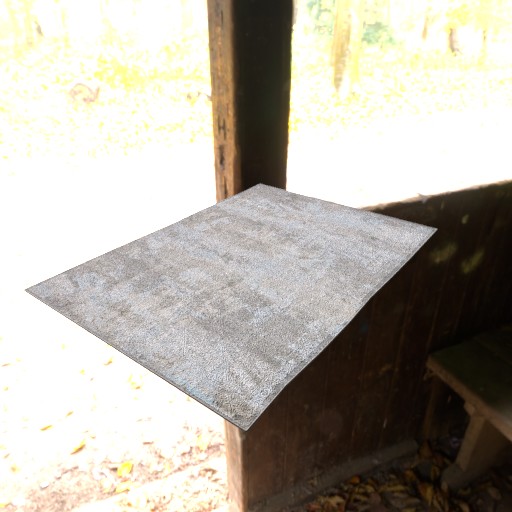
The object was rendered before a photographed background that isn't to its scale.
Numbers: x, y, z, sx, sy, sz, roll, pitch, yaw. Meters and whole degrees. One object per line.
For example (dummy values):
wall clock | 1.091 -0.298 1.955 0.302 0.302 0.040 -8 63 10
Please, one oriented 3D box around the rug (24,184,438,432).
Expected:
rug | 0.000 0.000 4.238 2.393 0.013 3.307 20 35 32
